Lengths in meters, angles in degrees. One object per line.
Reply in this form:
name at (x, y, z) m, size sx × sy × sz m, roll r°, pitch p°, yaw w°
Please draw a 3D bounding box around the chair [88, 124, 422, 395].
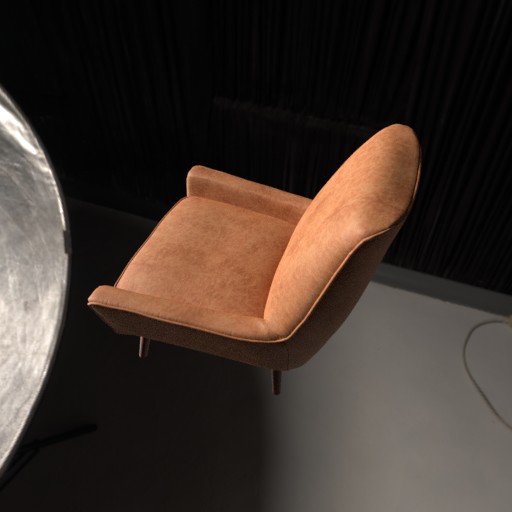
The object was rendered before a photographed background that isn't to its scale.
chair at (0.000, 0.000, 1.487) m, size 0.851 × 0.883 × 0.753 m, roll 15°, pitch 48°, yaw 14°
